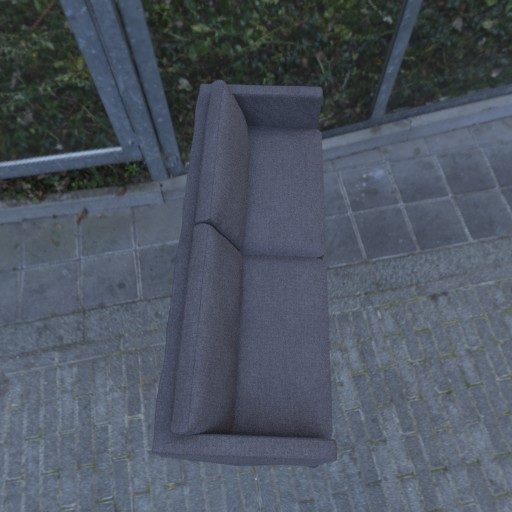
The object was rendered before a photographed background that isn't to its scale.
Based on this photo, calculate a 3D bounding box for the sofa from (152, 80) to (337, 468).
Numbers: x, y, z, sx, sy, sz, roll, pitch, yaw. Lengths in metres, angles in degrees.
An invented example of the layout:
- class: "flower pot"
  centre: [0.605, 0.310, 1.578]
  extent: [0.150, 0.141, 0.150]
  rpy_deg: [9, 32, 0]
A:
- class: "sofa"
  centre: [0.000, 0.000, 3.264]
  extent: [1.036, 0.998, 2.779]
  rpy_deg: [2, 63, 1]
